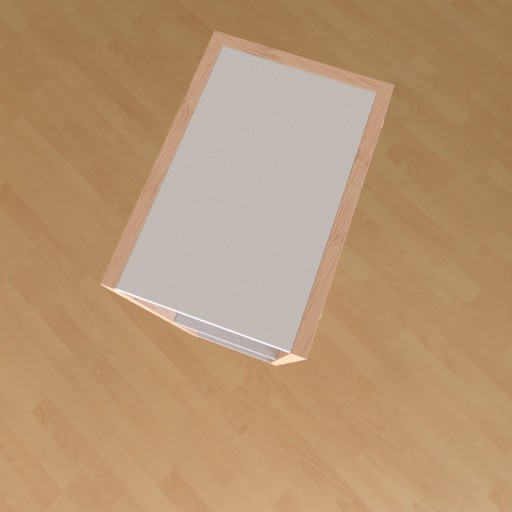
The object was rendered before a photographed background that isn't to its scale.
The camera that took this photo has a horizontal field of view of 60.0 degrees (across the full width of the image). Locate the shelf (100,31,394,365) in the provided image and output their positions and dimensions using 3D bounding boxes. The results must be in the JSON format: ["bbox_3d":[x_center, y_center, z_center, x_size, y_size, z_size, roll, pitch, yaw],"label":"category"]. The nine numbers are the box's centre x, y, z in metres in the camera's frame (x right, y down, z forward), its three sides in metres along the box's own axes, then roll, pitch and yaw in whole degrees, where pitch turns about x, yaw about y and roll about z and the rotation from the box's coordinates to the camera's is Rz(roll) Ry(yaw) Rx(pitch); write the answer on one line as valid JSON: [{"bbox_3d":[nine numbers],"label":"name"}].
[{"bbox_3d":[0.000,0.000,0.717,0.200,0.600,0.290,19,76,5],"label":"shelf"}]
